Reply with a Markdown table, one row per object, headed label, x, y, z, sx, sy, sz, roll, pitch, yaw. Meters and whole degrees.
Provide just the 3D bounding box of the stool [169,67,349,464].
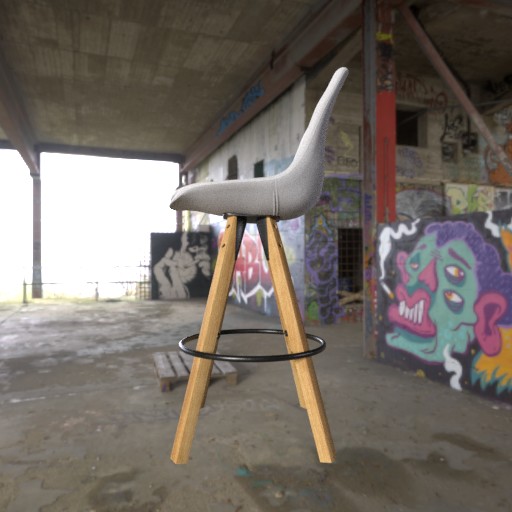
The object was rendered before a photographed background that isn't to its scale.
| label | x | y | z | sx | sy | sz | roll | pitch | yaw |
| --- | --- | --- | --- | --- | --- | --- | --- | --- | --- |
| stool | 0.000 | 0.000 | 1.418 | 0.550 | 1.115 | 0.484 | 0 | 0 | -1 |
